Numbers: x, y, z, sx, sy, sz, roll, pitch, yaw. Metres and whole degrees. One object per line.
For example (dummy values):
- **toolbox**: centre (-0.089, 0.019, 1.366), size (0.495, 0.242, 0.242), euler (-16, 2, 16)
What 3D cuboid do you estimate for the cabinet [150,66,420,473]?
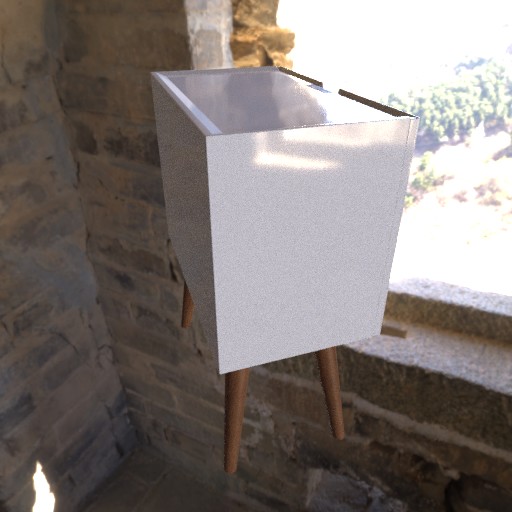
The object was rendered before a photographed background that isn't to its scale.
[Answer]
- **cabinet**: centre (0.000, 0.000, 1.080), size (0.344, 0.772, 0.591), euler (-10, 32, -16)
